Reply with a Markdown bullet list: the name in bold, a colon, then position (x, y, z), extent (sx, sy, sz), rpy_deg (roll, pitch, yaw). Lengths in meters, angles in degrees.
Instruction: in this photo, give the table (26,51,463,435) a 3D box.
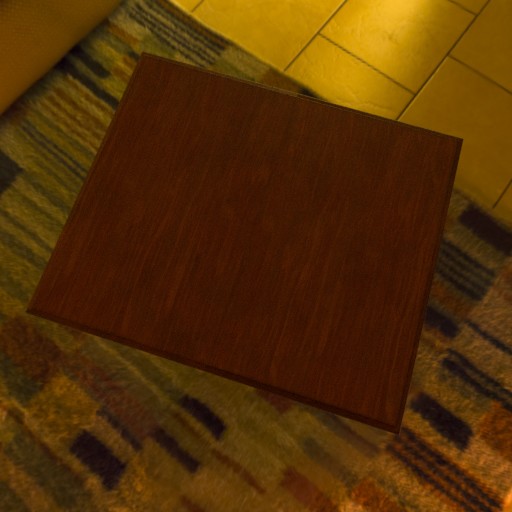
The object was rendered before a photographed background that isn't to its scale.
- **table**: position (0.000, 0.000, 1.573), extent (0.991, 0.761, 0.838), rpy_deg (17, 76, 4)
